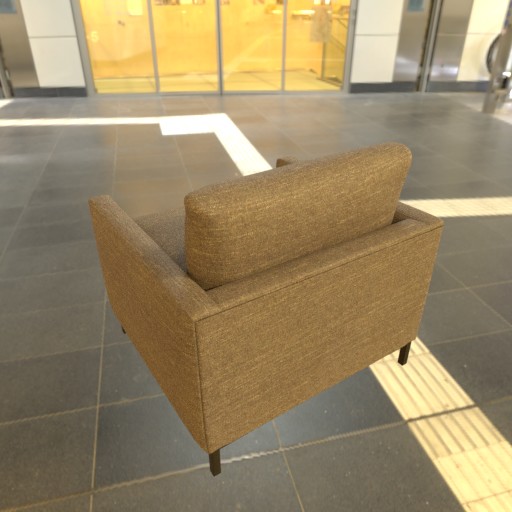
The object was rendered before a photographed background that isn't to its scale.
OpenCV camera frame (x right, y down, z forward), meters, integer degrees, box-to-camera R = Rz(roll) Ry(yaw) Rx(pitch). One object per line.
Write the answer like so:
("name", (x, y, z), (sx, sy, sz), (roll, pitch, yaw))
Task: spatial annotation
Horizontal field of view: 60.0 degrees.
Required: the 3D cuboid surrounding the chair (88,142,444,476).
("chair", (0.000, 0.000, 1.595), (0.940, 0.841, 0.845), (-18, 35, -29))
